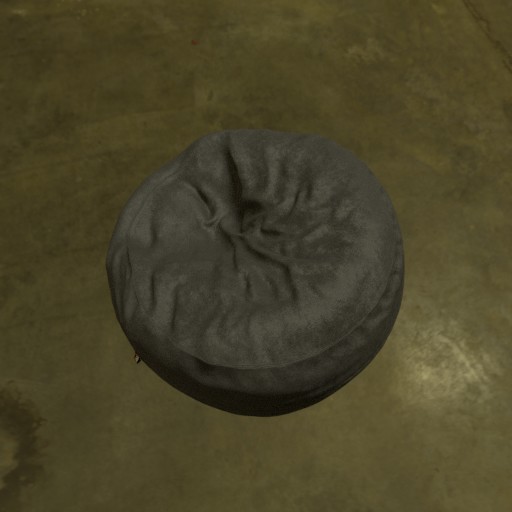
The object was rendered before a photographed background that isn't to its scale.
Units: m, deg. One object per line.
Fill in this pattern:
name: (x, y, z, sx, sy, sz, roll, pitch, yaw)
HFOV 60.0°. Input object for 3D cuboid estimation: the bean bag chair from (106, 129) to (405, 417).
bean bag chair: (0.000, 0.000, 2.300, 1.525, 0.751, 1.525, 0, 63, 0)
